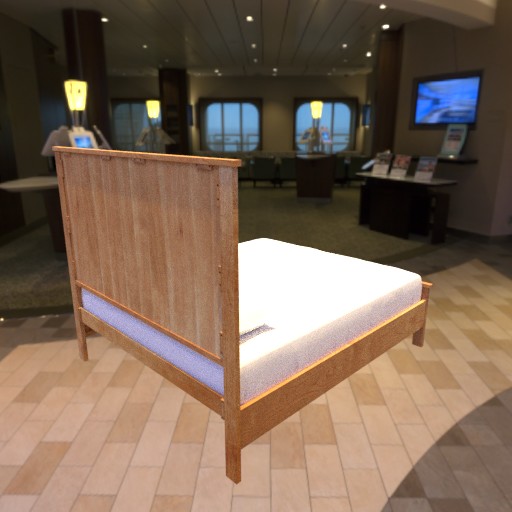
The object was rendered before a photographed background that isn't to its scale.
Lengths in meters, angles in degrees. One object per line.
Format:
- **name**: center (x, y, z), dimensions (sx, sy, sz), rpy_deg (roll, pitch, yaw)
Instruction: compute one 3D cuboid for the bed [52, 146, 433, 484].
- **bed**: center (0.000, 0.000, 4.026), dimensions (2.530, 1.938, 2.225), rpy_deg (-16, 22, -43)
